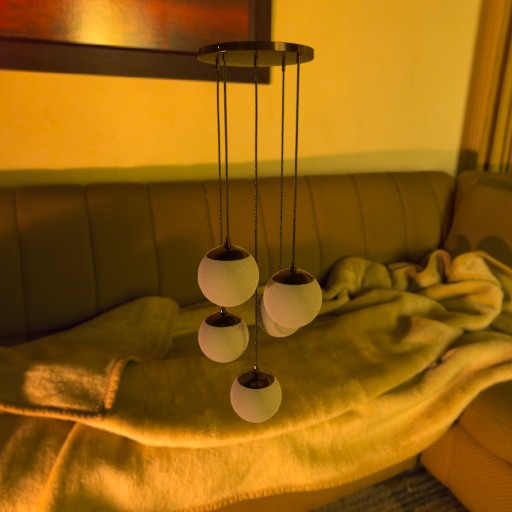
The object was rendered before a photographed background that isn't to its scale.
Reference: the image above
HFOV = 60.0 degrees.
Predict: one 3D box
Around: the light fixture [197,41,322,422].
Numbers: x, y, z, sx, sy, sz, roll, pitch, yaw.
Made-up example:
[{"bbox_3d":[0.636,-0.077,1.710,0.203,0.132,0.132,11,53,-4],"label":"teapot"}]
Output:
[{"bbox_3d":[0.000,0.000,1.501,0.489,1.271,0.484,-16,23,-42],"label":"light fixture"}]
